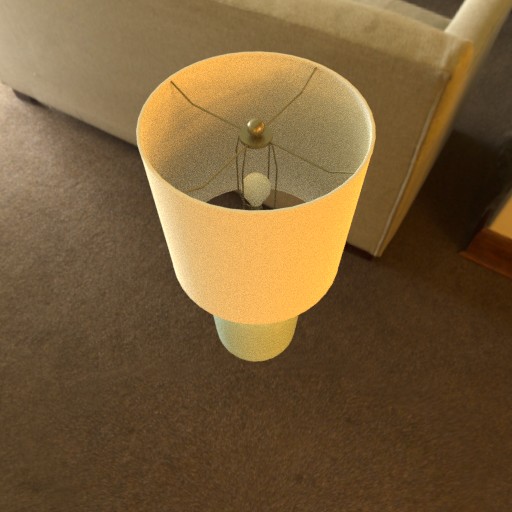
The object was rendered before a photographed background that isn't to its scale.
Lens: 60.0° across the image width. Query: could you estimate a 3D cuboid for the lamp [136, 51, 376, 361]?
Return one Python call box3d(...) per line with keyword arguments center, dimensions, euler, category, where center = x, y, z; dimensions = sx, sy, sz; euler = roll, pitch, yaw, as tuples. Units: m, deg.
box3d(center=(0.000, 0.000, 1.145), dimensions=(0.418, 0.871, 0.418), euler=(-13, 58, -8), category="lamp")
